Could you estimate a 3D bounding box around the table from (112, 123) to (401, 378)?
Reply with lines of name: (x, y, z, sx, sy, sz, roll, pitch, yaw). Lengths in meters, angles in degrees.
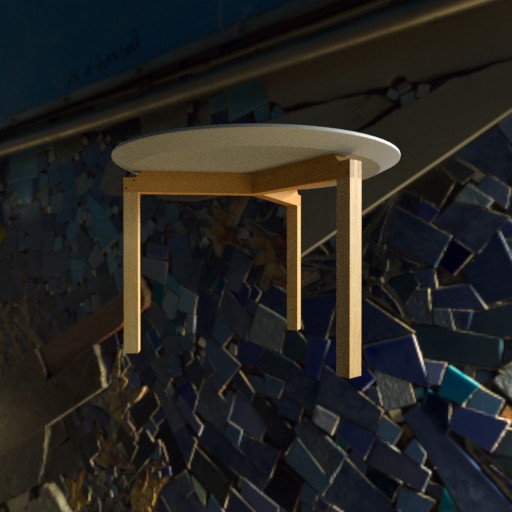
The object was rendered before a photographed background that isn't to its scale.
table: (0.000, 0.000, 0.970, 0.600, 0.405, 0.600, 0, 0, 0)
